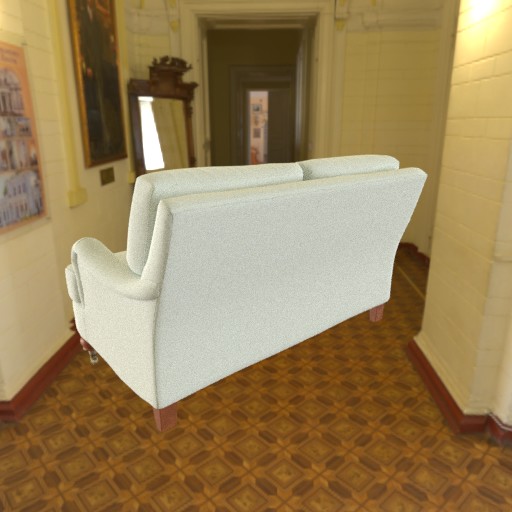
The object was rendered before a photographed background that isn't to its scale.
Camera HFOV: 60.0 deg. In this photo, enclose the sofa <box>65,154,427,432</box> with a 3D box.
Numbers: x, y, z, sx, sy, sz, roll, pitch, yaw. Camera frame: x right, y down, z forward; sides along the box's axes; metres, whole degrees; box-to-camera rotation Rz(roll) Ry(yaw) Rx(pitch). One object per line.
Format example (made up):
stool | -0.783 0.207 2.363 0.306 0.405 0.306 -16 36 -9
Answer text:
sofa | 0.000 0.000 2.537 1.853 1.101 1.084 -15 22 -41
